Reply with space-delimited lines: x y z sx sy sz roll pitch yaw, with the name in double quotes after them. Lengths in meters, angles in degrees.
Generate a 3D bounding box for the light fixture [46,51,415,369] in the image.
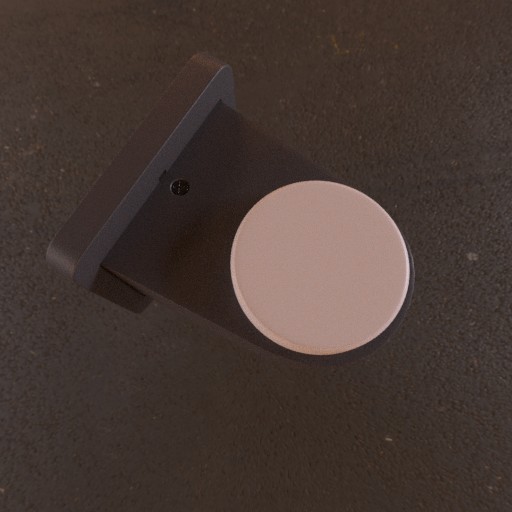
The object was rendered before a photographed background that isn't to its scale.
0.000 0.000 0.213 0.132 0.109 0.109 31 77 8 "light fixture"
